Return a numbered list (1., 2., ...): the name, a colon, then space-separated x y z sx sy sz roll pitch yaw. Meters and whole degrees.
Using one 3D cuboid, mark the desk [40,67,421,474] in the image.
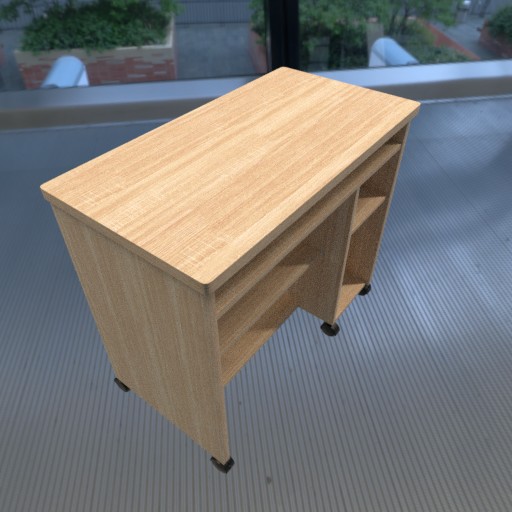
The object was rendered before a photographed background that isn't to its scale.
1. desk: 0.000 0.000 1.331 0.480 0.770 0.884 27 49 27
